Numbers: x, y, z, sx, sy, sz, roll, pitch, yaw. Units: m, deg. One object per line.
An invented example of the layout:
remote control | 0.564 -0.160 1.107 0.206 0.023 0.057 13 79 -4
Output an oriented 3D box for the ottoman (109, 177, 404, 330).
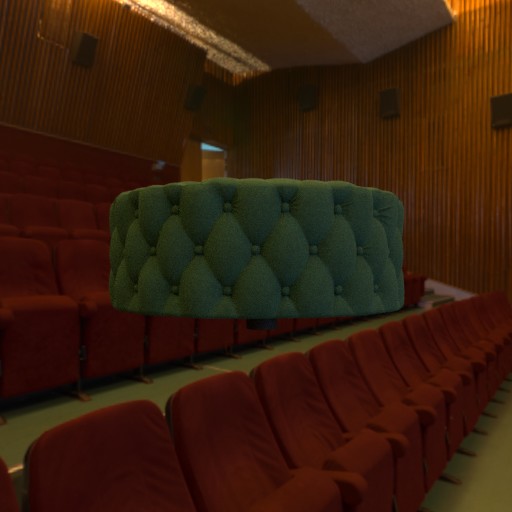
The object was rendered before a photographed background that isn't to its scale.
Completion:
ottoman | 0.000 0.000 1.564 0.998 0.399 0.998 0 -1 0
